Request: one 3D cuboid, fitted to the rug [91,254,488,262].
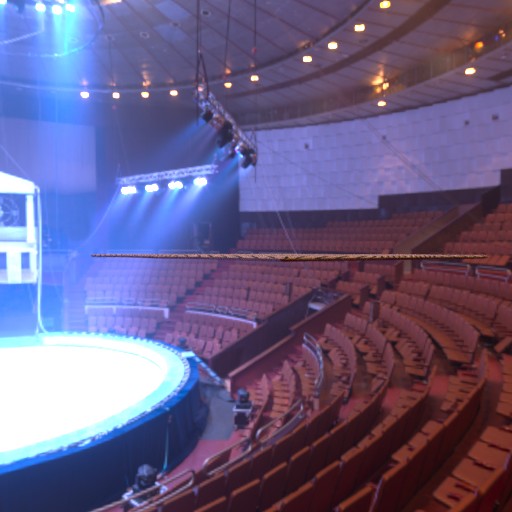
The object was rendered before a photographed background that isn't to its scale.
[{"bbox_3d":[0.000,0.000,3.049,1.539,0.023,2.406,0,1,-36],"label":"rug"}]
